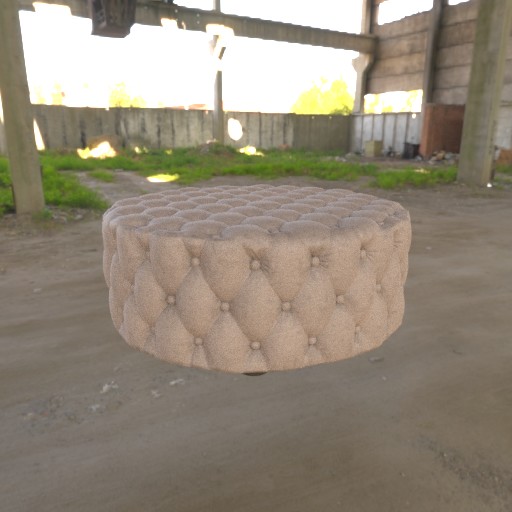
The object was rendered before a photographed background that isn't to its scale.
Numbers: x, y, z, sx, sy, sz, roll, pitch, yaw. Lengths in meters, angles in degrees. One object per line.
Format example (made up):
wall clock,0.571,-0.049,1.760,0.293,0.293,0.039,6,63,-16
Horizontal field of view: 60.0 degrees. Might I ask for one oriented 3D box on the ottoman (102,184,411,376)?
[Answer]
ottoman,0.000,0.000,1.519,0.998,0.399,0.998,0,16,0
